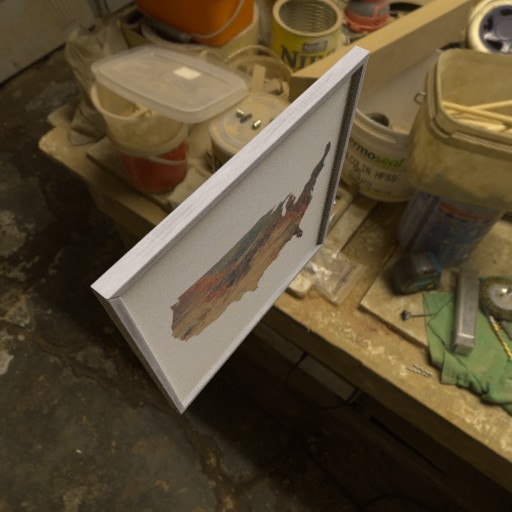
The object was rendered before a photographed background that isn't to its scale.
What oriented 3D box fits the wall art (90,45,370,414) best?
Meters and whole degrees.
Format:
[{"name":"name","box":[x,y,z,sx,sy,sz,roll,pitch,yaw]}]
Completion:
[{"name":"wall art","box":[0.000,0.000,0.452,0.015,0.303,0.303,34,64,19]}]
